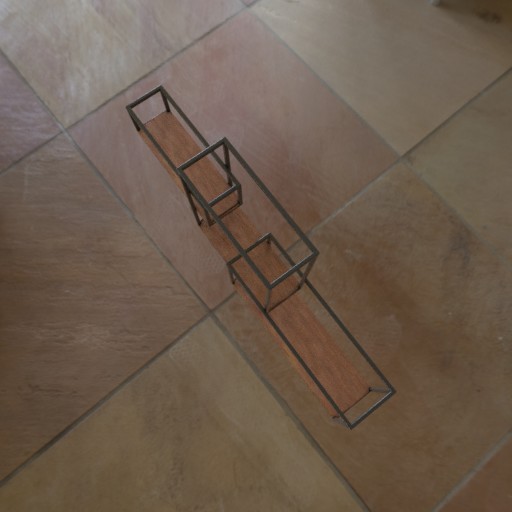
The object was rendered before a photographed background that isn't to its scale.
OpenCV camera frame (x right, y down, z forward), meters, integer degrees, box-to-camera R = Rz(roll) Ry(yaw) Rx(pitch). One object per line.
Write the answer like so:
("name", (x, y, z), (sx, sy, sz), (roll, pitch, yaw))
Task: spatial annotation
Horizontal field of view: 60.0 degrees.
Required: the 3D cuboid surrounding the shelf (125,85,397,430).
("shelf", (0.000, 0.000, 2.154), (0.275, 0.972, 1.781), (-36, 77, -9))
